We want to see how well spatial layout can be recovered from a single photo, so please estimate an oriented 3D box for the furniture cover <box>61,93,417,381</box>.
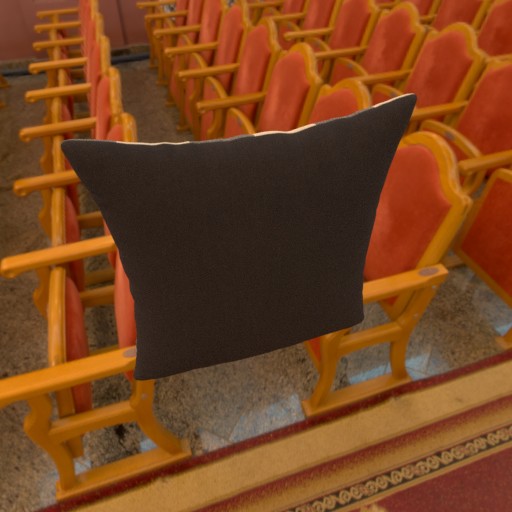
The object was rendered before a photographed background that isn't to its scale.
[{"bbox_3d":[0.000,0.000,0.772,0.511,0.509,0.161,-12,42,-14],"label":"furniture cover"}]
